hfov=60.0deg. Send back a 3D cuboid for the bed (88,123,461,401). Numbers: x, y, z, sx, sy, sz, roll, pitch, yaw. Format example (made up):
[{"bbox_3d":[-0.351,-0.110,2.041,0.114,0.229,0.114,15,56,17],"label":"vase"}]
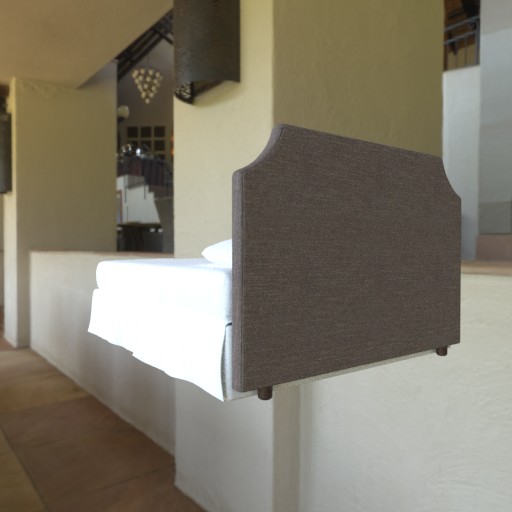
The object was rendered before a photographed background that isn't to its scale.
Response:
[{"bbox_3d":[0.000,0.000,4.142,2.350,1.590,2.773,-1,1,-36],"label":"bed"}]
